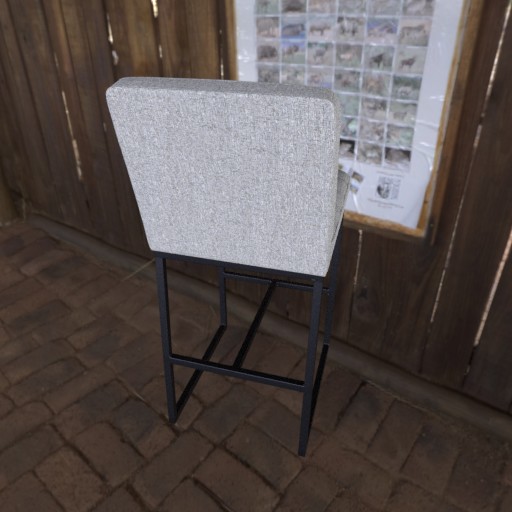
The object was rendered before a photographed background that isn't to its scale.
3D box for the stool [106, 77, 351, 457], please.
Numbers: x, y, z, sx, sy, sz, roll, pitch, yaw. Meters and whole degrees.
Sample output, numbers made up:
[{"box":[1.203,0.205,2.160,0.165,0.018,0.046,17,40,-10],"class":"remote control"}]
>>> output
[{"box":[0.000,0.000,1.287,0.459,1.034,0.571,8,32,14],"class":"stool"}]
